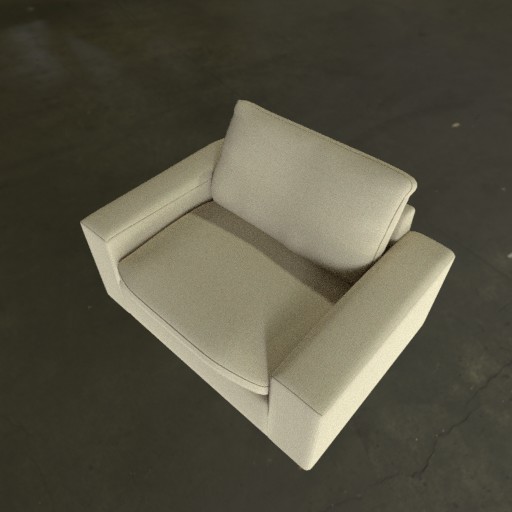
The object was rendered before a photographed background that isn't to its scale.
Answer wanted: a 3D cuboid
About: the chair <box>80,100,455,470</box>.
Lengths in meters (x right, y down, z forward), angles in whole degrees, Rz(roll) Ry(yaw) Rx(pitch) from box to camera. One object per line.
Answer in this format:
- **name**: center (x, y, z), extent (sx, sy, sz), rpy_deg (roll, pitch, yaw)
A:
- **chair**: center (0.000, 0.000, 2.038), extent (1.398, 0.915, 1.039), rpy_deg (33, 55, 27)
